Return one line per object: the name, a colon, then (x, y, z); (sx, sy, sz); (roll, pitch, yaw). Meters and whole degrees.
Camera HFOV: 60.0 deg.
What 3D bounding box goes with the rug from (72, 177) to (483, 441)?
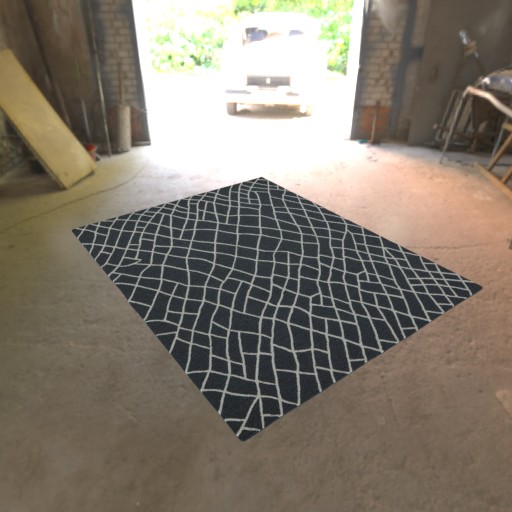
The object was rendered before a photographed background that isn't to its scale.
rug: (0.000, 0.000, 4.084); (2.439, 0.022, 3.047); (-21, 37, -30)
